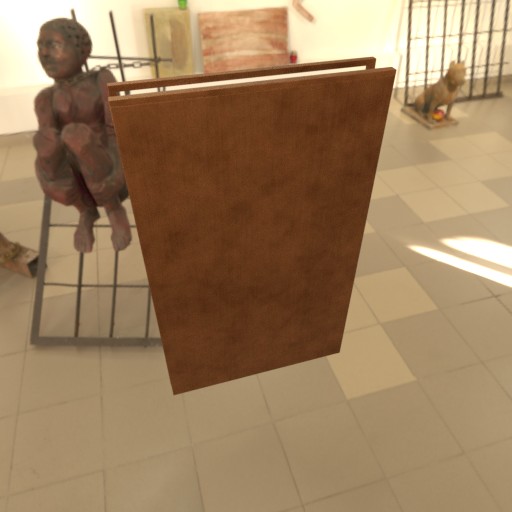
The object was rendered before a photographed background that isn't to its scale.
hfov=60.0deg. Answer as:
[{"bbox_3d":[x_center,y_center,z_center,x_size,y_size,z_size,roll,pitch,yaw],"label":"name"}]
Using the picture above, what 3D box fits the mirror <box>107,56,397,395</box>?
[{"bbox_3d":[0.000,0.000,0.966,0.468,0.768,0.082,-11,42,-13],"label":"mirror"}]
